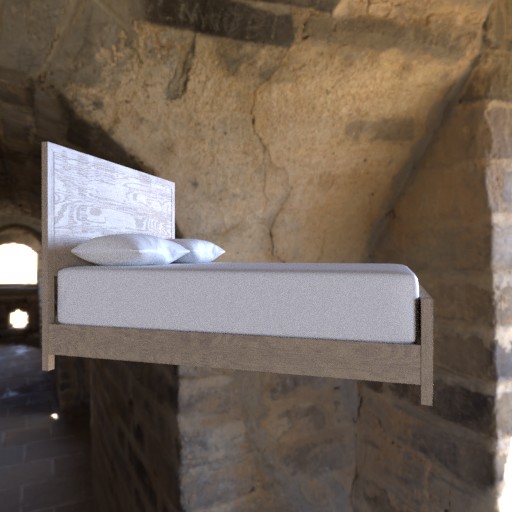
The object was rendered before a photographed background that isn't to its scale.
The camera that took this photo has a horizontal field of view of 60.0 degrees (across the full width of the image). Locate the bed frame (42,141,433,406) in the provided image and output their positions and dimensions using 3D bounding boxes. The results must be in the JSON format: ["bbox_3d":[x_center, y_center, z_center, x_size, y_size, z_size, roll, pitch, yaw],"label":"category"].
[{"bbox_3d":[0.000,0.000,3.100,2.189,1.369,1.606,0,0,17],"label":"bed frame"}]
